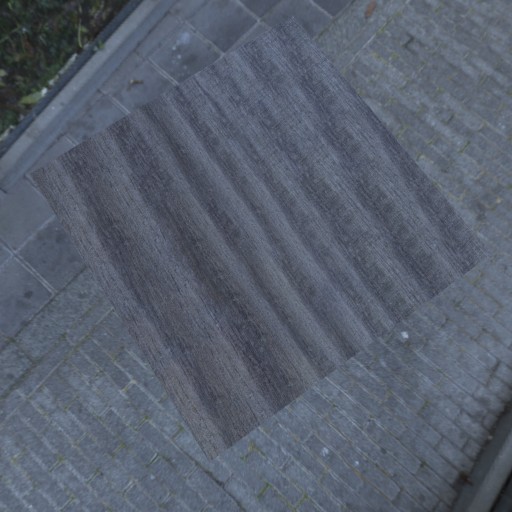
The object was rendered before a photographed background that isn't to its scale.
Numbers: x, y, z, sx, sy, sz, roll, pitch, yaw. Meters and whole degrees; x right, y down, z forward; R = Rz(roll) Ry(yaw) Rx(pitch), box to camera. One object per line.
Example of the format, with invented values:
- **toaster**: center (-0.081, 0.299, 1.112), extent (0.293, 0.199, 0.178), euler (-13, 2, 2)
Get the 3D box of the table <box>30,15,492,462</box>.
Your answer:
- **table**: center (0.000, 0.000, 0.960), extent (0.504, 0.587, 0.506), euler (-34, 79, -7)
